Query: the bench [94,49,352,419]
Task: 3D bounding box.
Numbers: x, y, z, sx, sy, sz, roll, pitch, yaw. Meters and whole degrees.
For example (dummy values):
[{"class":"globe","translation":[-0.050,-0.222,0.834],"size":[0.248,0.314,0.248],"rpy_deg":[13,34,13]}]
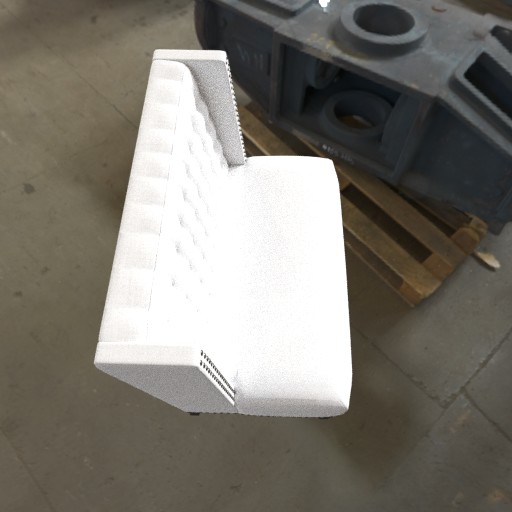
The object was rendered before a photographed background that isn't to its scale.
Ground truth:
[{"class":"bench","translation":[0.000,0.000,1.964],"size":[0.847,1.123,1.280],"rpy_deg":[1,63,1]}]
